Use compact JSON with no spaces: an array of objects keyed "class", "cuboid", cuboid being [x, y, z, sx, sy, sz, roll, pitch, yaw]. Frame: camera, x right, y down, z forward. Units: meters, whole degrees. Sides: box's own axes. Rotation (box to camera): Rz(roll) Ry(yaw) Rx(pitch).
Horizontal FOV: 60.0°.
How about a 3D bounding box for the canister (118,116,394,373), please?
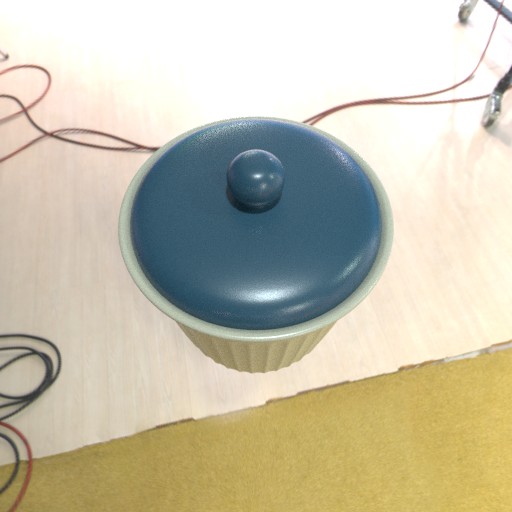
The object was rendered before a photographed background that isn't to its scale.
[{"class":"canister","cuboid":[0.000,0.000,0.344,0.181,0.211,0.181,0,59,0]}]
